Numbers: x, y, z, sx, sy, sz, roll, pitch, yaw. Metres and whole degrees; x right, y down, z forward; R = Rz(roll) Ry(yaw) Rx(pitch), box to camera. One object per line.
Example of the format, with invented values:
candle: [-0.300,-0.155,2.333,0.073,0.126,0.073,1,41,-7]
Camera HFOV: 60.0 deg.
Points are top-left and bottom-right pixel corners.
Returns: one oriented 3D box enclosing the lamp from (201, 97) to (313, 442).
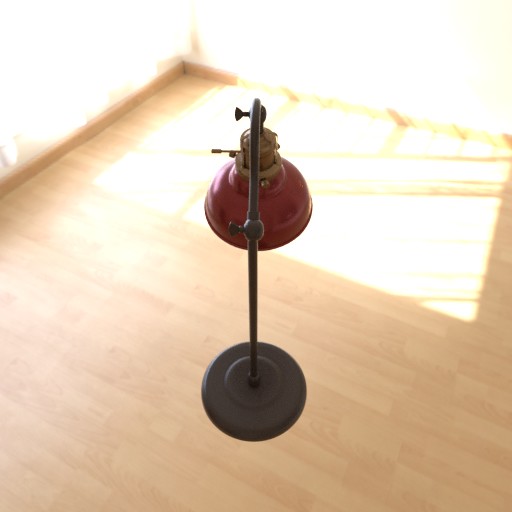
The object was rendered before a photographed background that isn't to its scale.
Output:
lamp: [0.000,0.000,0.690,0.192,0.508,0.374,2,46,2]
